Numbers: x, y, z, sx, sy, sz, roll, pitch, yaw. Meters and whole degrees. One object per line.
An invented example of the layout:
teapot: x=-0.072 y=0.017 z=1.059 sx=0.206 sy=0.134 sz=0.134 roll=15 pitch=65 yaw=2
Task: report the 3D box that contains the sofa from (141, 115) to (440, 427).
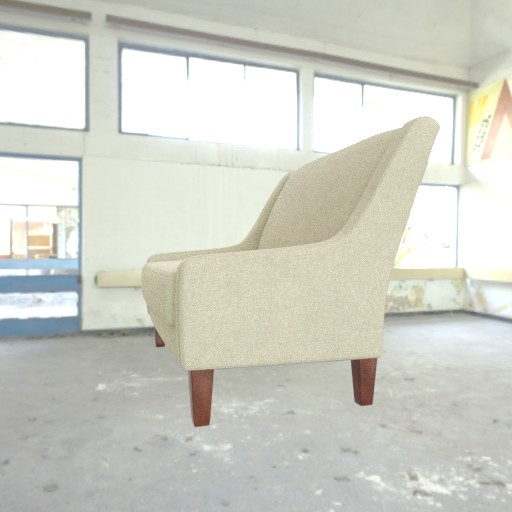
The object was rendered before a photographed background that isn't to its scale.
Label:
sofa: x=0.000 y=0.000 z=1.945 sx=0.946 sy=0.976 sz=1.212 roll=0 pitch=1 yaw=-18
